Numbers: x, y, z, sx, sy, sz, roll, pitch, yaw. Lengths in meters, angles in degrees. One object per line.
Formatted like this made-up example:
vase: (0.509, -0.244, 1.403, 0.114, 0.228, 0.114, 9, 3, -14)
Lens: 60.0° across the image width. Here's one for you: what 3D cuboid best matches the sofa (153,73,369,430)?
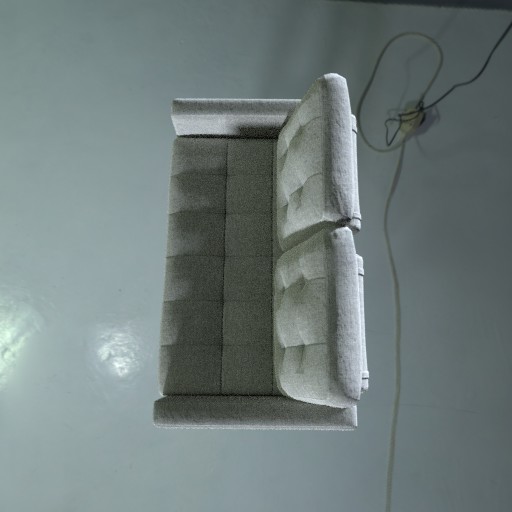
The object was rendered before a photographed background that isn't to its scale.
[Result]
sofa: (0.000, 0.000, 1.949, 0.842, 0.907, 1.407, 1, 76, 0)
